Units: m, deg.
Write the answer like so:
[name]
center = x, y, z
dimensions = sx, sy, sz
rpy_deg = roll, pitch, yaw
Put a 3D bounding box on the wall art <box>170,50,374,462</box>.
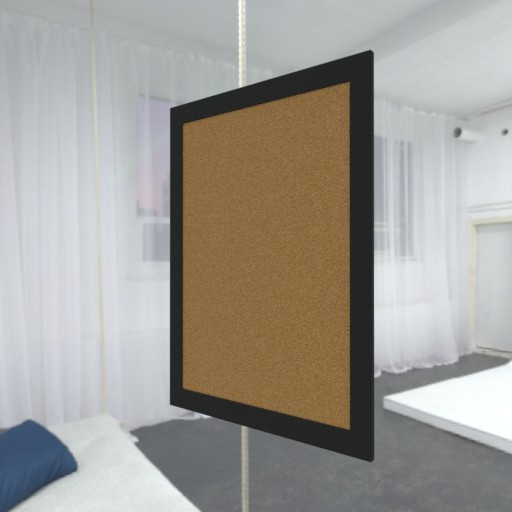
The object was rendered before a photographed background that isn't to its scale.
[wall art]
center = 0.000, 0.000, 0.682
dimensions = 0.374, 0.529, 0.012
rpy_deg = 0, 0, 36
